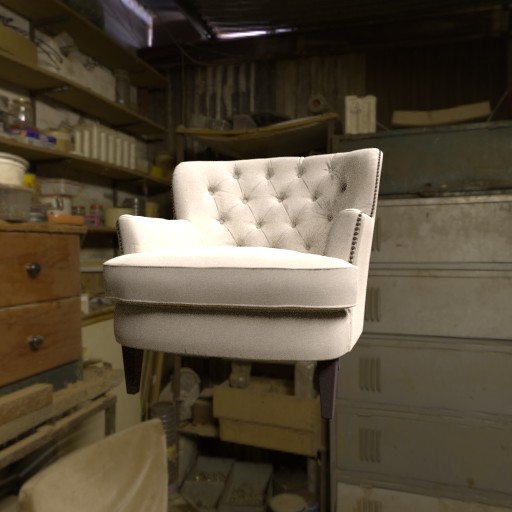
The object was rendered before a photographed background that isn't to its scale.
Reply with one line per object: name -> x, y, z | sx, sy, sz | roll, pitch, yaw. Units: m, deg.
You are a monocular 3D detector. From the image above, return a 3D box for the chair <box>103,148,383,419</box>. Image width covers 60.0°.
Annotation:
chair -> 0.000, 0.000, 1.581 | 0.848, 0.868, 0.906 | 0, 1, 19
